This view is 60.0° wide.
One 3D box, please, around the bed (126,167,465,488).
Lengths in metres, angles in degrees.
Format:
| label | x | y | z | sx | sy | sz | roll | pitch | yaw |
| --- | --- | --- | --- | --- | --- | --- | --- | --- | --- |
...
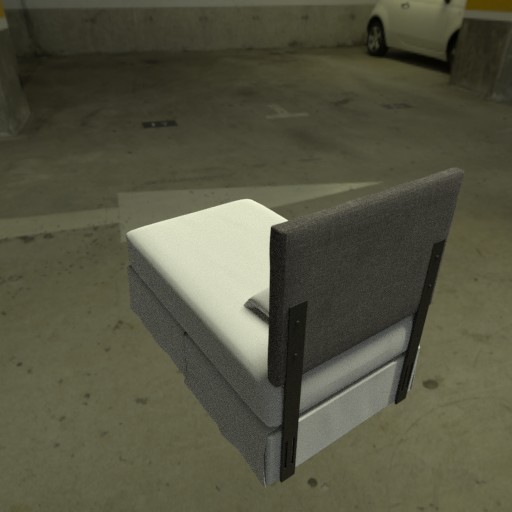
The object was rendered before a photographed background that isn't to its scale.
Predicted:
| label | x | y | z | sx | sy | sz | roll | pitch | yaw |
| --- | --- | --- | --- | --- | --- | --- | --- | --- | --- |
| bed | 0.000 | 0.000 | 2.970 | 1.261 | 1.571 | 1.997 | -20 | 36 | -29 |
